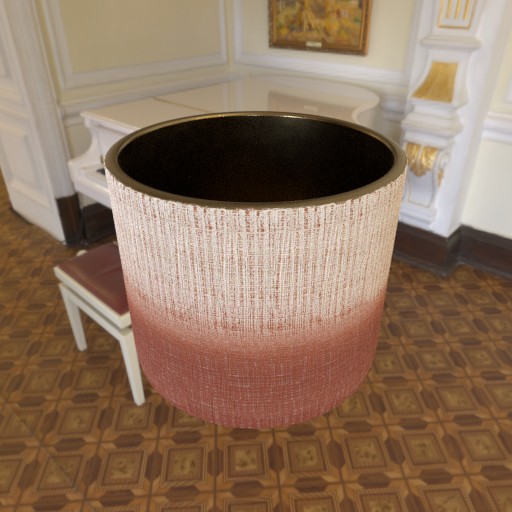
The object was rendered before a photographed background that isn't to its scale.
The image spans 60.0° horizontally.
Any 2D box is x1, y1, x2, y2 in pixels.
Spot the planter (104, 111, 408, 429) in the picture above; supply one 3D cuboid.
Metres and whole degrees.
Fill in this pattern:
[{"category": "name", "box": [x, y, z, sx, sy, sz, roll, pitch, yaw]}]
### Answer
[{"category": "planter", "box": [0.000, 0.000, 0.435, 0.254, 0.221, 0.254, 0, 32, 0]}]
